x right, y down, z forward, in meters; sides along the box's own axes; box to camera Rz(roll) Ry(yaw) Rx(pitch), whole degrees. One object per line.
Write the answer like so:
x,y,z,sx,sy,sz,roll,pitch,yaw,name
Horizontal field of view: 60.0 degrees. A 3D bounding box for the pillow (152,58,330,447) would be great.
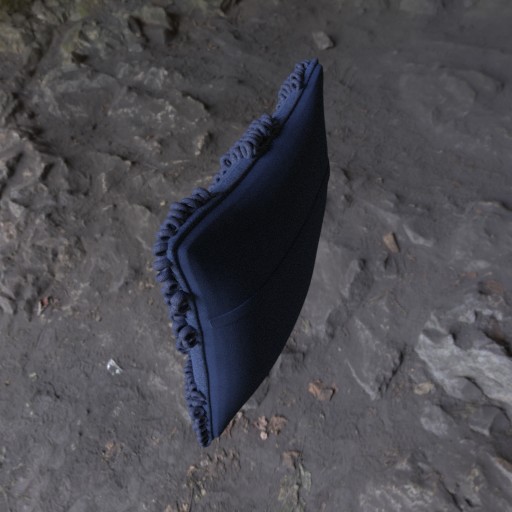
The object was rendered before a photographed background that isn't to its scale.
0.000,0.000,0.708,0.172,0.466,0.469,17,48,16,pillow
